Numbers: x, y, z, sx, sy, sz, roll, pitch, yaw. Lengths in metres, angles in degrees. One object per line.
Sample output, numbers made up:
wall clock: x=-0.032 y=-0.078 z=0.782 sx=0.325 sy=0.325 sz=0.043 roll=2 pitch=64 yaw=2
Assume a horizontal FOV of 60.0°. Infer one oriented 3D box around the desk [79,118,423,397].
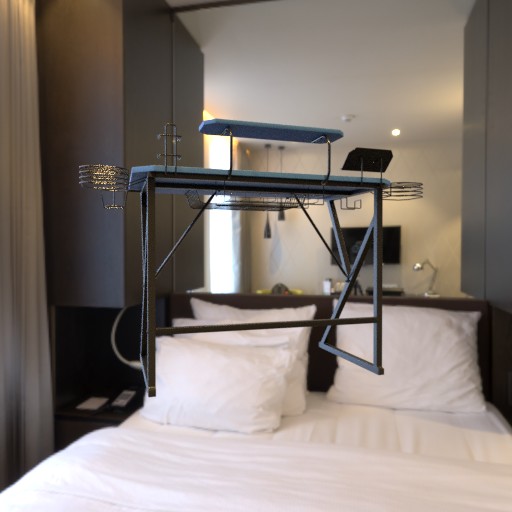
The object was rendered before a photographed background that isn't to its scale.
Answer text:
desk: x=0.000 y=0.000 z=1.787 sx=1.295 sy=0.909 sz=0.594 roll=0 pitch=1 yaw=-17
